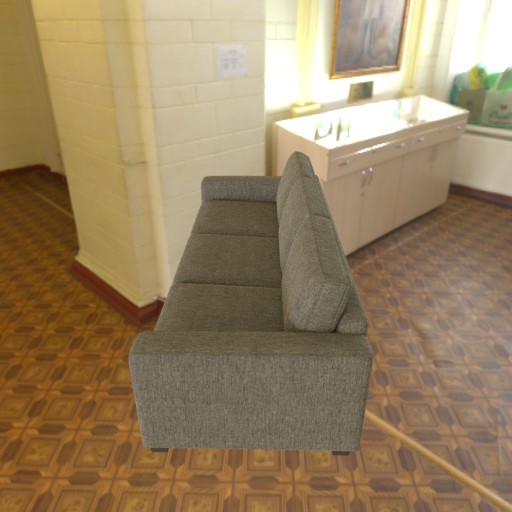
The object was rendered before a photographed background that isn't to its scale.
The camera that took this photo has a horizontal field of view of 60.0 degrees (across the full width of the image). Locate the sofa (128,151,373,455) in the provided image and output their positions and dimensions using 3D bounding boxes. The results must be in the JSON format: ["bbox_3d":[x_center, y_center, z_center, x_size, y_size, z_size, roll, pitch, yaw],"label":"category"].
[{"bbox_3d":[0.000,0.000,2.599,0.900,0.800,2.160,1,27,1],"label":"sofa"}]
